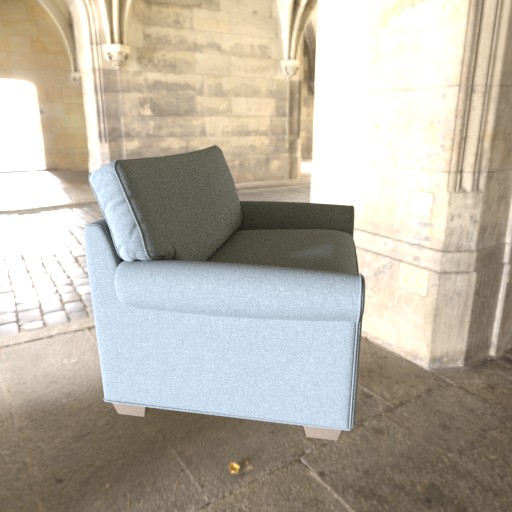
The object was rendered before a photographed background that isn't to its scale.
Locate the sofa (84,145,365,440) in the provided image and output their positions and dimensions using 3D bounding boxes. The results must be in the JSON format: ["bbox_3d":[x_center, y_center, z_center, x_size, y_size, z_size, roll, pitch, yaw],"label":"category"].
[{"bbox_3d":[0.000,0.000,2.063,0.940,0.953,1.410,3,17,10],"label":"sofa"}]
